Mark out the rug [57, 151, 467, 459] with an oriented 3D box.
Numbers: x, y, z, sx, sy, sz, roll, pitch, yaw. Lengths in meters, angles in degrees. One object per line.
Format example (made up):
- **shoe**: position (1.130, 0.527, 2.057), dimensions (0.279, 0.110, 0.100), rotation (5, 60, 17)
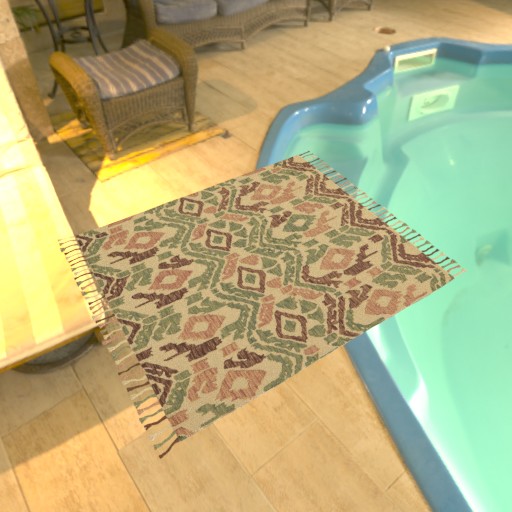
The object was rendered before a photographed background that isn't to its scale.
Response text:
- **rug**: position (0.000, 0.000, 4.145), dimensions (3.048, 0.010, 2.438), rotation (-24, 50, -22)
